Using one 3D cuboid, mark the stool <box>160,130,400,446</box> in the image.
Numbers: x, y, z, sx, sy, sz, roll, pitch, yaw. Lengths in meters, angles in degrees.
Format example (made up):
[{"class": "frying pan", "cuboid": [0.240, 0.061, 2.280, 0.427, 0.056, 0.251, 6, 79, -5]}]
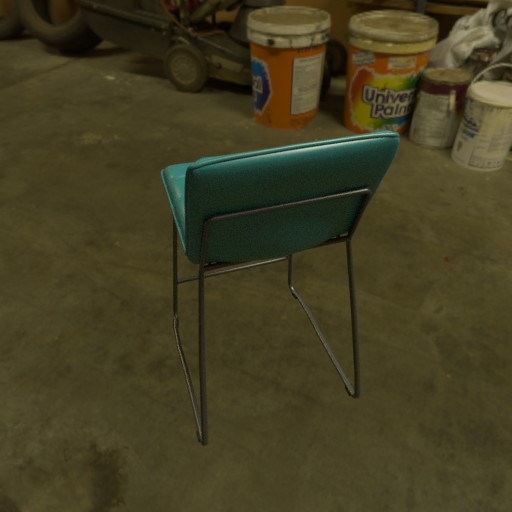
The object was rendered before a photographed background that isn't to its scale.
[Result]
[{"class": "stool", "cuboid": [0.000, 0.000, 1.184, 0.489, 0.866, 0.524, -12, 42, -14]}]
